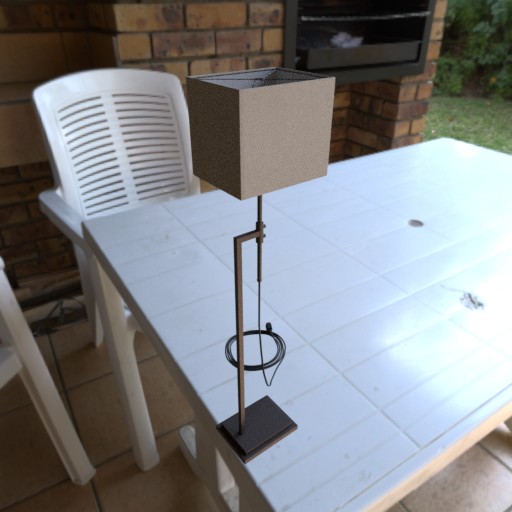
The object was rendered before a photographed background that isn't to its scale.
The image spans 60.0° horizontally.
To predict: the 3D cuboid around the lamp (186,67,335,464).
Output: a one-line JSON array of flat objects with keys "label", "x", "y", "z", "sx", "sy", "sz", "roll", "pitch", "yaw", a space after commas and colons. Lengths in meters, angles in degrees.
[{"label": "lamp", "x": 0.000, "y": 0.000, "z": 1.997, "sx": 0.698, "sy": 1.600, "sz": 0.774, "roll": -21, "pitch": 36, "yaw": -31}]
